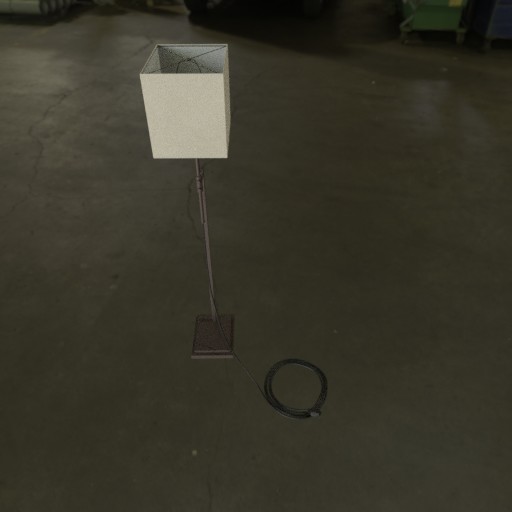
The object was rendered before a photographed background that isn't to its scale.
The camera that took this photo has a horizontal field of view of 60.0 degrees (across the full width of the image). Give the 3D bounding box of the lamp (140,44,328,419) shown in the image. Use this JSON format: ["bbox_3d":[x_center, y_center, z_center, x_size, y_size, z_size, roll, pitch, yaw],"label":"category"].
[{"bbox_3d":[0.000,0.000,1.997,0.774,1.600,0.698,0,40,0],"label":"lamp"}]
